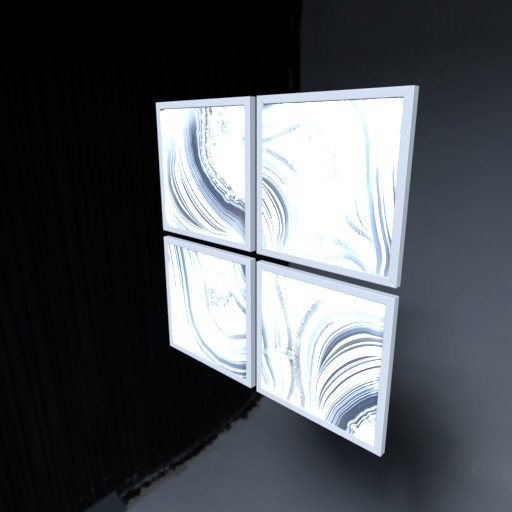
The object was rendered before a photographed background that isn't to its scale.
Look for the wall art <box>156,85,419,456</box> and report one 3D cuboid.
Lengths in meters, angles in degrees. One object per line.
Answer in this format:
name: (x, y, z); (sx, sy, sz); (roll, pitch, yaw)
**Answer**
wall art: (0.000, 0.000, 1.647); (1.118, 1.118, 0.029); (14, 21, 41)
